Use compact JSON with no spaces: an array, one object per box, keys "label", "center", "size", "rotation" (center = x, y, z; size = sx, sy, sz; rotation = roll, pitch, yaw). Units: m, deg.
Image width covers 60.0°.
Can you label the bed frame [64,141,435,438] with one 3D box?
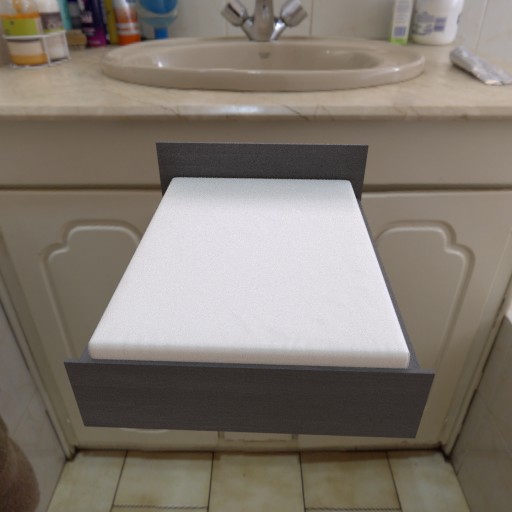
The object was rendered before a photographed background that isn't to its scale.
[{"label":"bed frame","center":[0.000,0.000,2.780],"size":[1.622,0.800,1.960],"rotation":[1,33,2]}]
